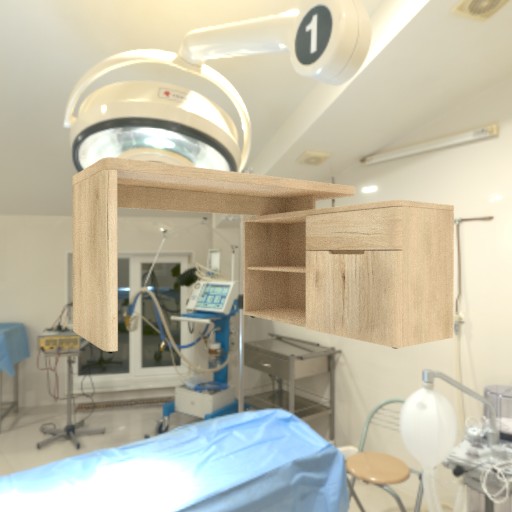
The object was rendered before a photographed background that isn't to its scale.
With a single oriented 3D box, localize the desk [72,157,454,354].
[{"bbox_3d":[0.000,0.000,2.094,1.400,0.770,1.175,0,1,-35],"label":"desk"}]
